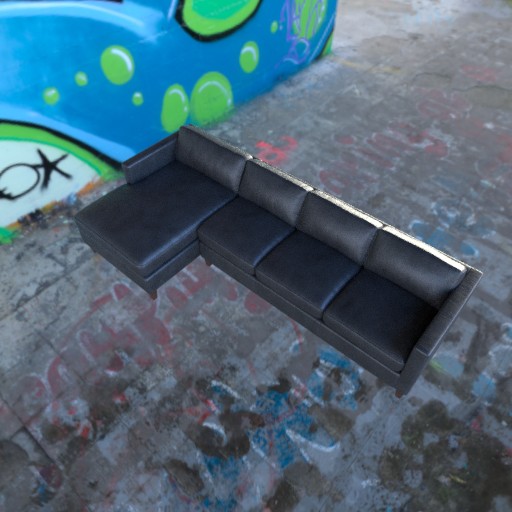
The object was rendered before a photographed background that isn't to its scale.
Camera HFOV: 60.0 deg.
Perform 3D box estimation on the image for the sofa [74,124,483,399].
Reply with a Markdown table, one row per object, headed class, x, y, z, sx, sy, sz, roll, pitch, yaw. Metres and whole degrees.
| class | x | y | z | sx | sy | sz | roll | pitch | yaw |
| --- | --- | --- | --- | --- | --- | --- | --- | --- | --- |
| sofa | 0.000 | 0.000 | 3.863 | 3.203 | 0.883 | 1.581 | 33 | 56 | 26 |
